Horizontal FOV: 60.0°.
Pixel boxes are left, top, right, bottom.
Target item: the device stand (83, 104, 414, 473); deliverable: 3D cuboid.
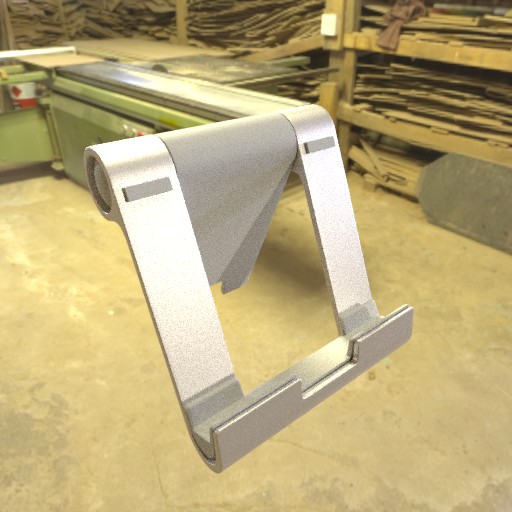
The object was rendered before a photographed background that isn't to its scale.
[{"bbox_3d":[0.000,0.000,0.153,0.086,0.084,0.079,-22,37,-32],"label":"device stand"}]
